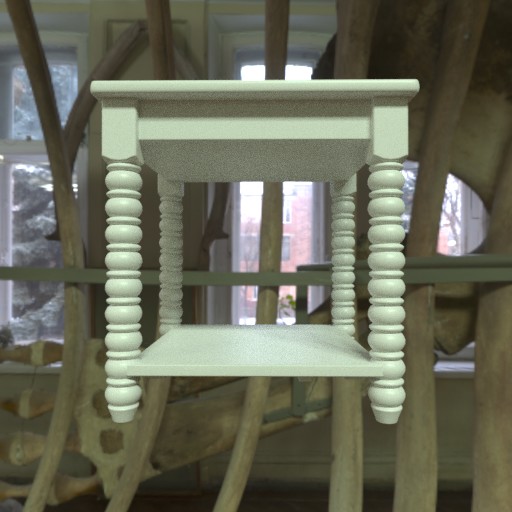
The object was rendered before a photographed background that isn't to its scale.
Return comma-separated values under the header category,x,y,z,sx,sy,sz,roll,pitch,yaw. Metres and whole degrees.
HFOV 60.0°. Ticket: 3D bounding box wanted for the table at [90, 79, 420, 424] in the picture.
category,x,y,z,sx,sy,sz,roll,pitch,yaw
table,0.000,0.000,0.957,0.533,0.563,0.500,0,0,1
